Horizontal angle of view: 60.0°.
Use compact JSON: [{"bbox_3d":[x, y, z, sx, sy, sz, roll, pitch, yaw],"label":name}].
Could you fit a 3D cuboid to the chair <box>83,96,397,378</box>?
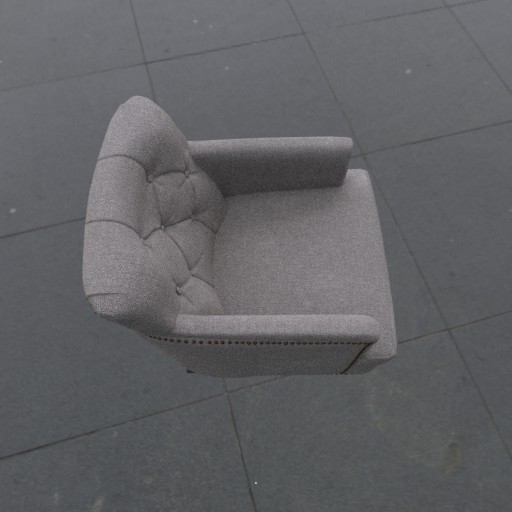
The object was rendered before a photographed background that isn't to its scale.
[{"bbox_3d":[0.000,0.000,1.538,0.902,0.823,0.737,-1,63,0],"label":"chair"}]
